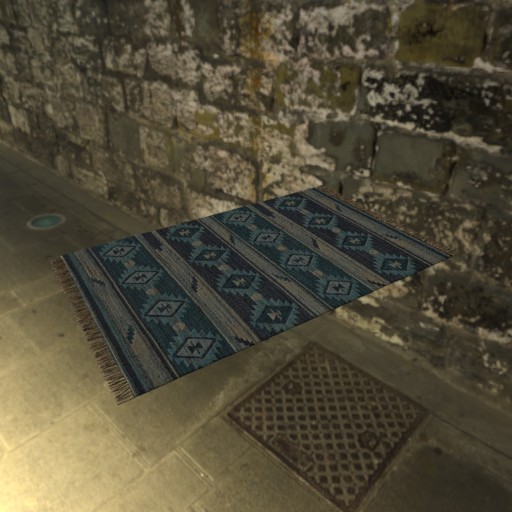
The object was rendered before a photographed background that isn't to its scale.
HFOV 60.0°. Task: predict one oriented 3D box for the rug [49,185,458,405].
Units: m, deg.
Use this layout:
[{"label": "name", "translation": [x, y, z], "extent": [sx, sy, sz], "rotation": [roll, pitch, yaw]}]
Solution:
[{"label": "rug", "translation": [0.000, 0.000, 2.425], "extent": [1.936, 0.028, 1.181], "rotation": [-18, 36, -28]}]
